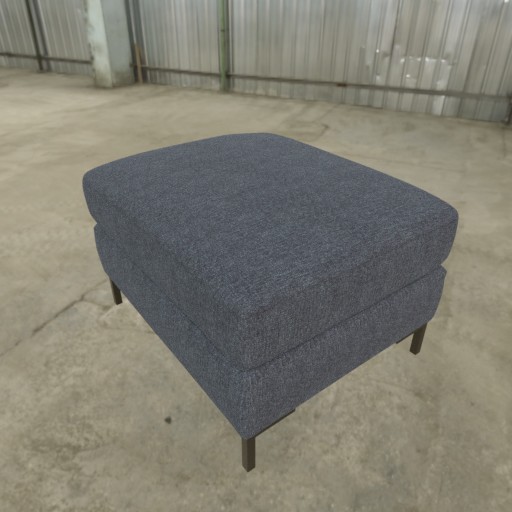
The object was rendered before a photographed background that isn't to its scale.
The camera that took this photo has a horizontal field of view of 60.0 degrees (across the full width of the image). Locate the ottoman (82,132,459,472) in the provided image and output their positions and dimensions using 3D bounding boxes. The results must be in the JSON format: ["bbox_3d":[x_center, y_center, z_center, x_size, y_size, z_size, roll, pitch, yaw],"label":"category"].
[{"bbox_3d":[0.000,0.000,1.306,0.695,0.533,0.831,-22,38,-31],"label":"ottoman"}]
